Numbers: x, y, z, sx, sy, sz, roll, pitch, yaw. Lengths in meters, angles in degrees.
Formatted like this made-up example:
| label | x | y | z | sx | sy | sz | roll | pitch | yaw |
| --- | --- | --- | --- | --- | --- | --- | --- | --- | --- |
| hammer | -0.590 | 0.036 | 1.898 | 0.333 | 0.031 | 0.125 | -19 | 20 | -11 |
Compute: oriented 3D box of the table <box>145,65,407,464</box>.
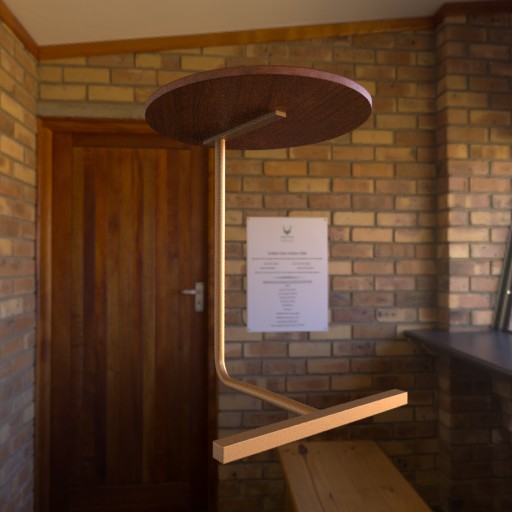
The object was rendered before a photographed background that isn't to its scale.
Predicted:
| label | x | y | z | sx | sy | sz | roll | pitch | yaw |
| --- | --- | --- | --- | --- | --- | --- | --- | --- | --- |
| table | 0.000 | 0.000 | 1.103 | 0.530 | 0.706 | 0.577 | 1 | -1 | -37 |
